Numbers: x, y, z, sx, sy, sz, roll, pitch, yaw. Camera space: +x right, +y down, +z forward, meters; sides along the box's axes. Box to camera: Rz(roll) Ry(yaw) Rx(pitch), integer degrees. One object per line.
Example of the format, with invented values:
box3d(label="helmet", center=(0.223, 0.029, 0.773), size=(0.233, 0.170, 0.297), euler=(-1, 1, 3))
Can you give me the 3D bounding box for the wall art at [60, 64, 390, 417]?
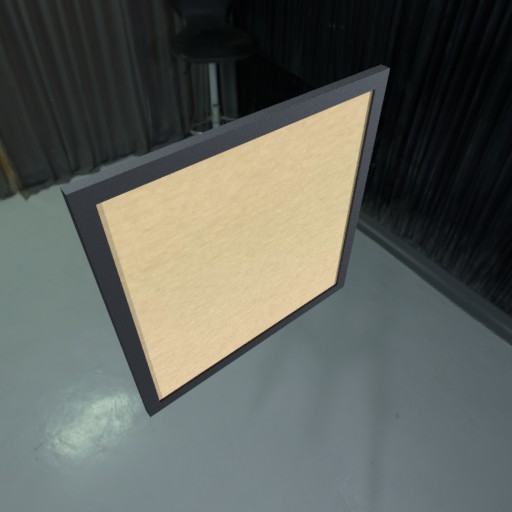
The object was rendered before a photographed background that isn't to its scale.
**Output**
box3d(label="wall art", center=(0.000, 0.000, 0.526), size=(0.358, 0.357, 0.012), euler=(-29, 52, -26))
